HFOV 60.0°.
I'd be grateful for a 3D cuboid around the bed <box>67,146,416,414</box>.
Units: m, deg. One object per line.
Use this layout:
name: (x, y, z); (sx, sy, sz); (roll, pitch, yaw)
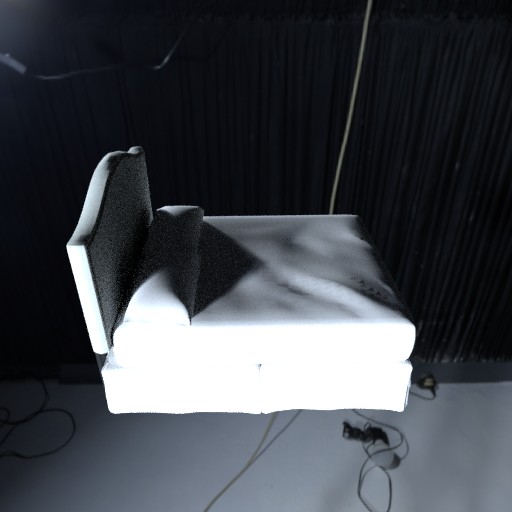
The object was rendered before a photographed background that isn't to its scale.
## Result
bed: (0.000, 0.000, 3.505); (2.180, 1.607, 1.813); (-1, 32, -1)
